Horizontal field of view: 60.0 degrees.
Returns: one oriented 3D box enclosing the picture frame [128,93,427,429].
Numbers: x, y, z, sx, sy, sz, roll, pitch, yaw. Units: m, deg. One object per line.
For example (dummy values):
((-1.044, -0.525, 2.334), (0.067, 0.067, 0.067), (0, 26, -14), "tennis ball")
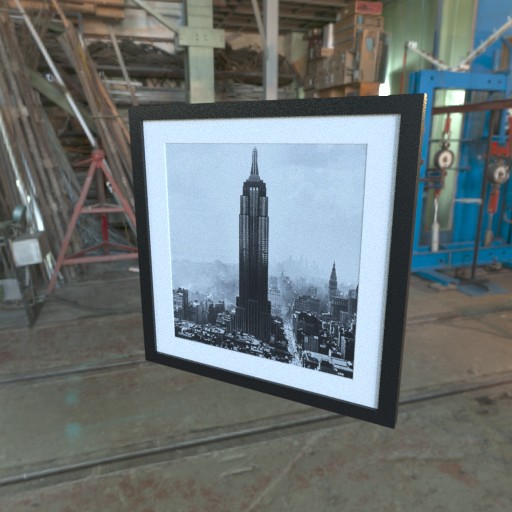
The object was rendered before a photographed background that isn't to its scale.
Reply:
((0.000, 0.000, 0.843), (0.559, 0.557, 0.029), (7, 16, 26), "picture frame")
